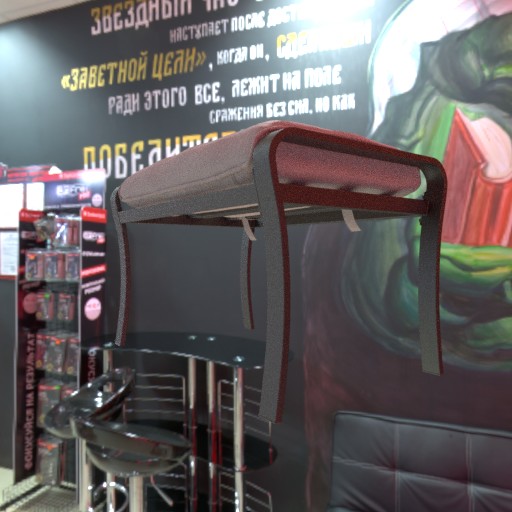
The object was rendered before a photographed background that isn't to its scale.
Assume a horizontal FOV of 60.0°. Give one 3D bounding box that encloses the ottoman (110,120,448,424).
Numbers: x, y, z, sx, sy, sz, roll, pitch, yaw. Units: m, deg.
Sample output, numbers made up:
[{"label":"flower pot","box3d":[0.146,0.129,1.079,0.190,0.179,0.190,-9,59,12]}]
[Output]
[{"label":"ottoman","box3d":[0.000,0.000,0.921,0.406,0.422,0.610,0,1,-36]}]
